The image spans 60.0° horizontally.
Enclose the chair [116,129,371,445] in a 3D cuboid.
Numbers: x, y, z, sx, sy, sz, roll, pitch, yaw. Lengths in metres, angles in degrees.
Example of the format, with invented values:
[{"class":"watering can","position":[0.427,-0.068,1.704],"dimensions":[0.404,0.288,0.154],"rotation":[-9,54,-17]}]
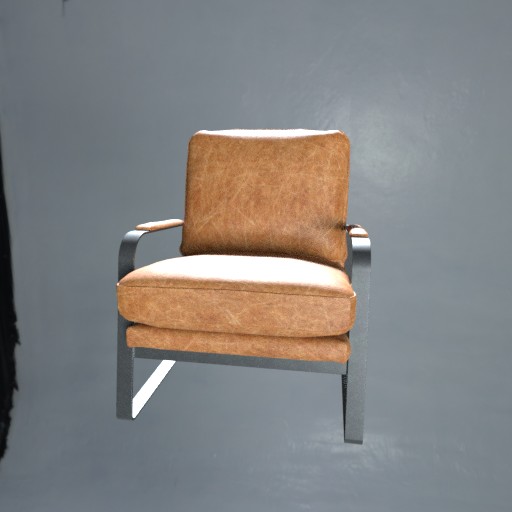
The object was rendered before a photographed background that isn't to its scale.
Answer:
[{"class":"chair","position":[0.000,0.000,1.381],"dimensions":[0.651,0.777,0.801],"rotation":[2,14,9]}]
